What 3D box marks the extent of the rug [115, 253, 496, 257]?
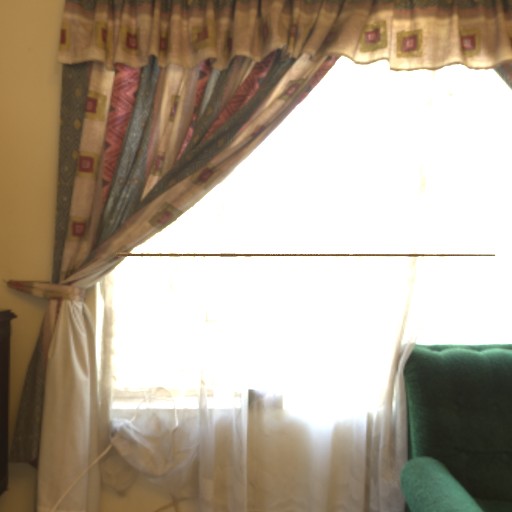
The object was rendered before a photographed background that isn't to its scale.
[{"bbox_3d":[0.000,0.000,3.841,2.288,0.018,2.895,0,0,-17],"label":"rug"}]
